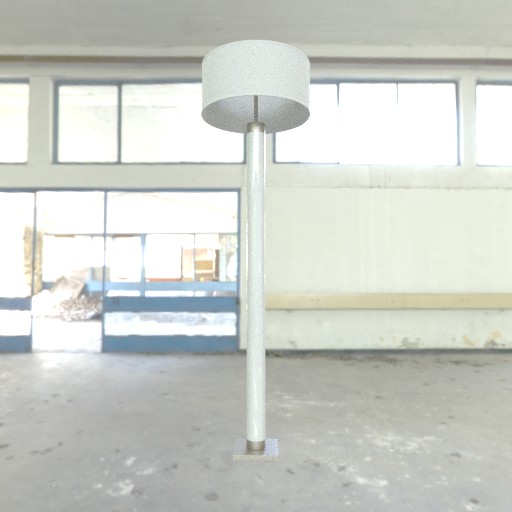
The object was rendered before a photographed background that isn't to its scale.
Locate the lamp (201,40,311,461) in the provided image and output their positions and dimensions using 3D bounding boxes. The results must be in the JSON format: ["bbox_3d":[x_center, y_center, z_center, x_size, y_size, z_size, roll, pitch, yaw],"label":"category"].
[{"bbox_3d":[0.000,0.000,1.688,0.420,1.475,0.420,0,-2,1],"label":"lamp"}]
